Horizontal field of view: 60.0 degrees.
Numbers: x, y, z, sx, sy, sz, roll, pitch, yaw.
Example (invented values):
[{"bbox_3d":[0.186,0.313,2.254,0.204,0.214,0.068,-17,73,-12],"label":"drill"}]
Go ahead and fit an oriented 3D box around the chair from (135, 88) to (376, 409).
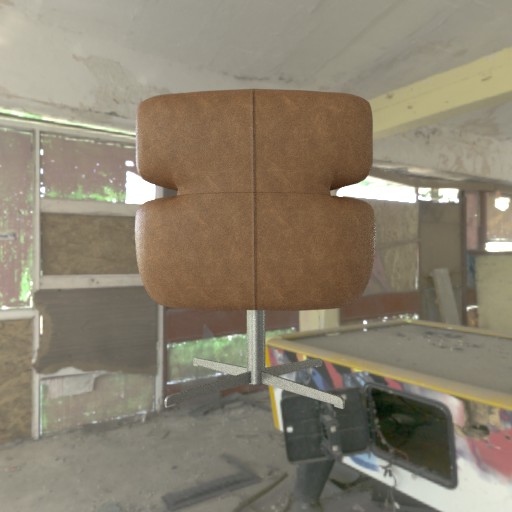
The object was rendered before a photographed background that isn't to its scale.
[{"bbox_3d":[0.000,0.000,1.391,0.706,0.812,0.715,0,0,1],"label":"chair"}]
